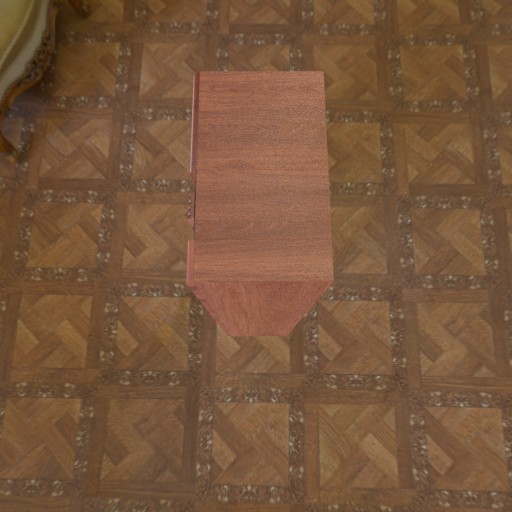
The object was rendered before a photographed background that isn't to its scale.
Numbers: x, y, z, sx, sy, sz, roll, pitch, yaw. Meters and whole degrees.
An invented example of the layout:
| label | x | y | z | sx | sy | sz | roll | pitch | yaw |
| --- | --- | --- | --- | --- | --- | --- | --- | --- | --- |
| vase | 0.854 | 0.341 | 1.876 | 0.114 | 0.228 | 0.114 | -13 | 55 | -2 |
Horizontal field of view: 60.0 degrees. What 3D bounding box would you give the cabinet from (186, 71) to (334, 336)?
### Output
| label | x | y | z | sx | sy | sz | roll | pitch | yaw |
| --- | --- | --- | --- | --- | --- | --- | --- | --- | --- |
| cabinet | 0.000 | 0.000 | 2.242 | 0.420 | 1.980 | 0.660 | 0 | 75 | 0 |
